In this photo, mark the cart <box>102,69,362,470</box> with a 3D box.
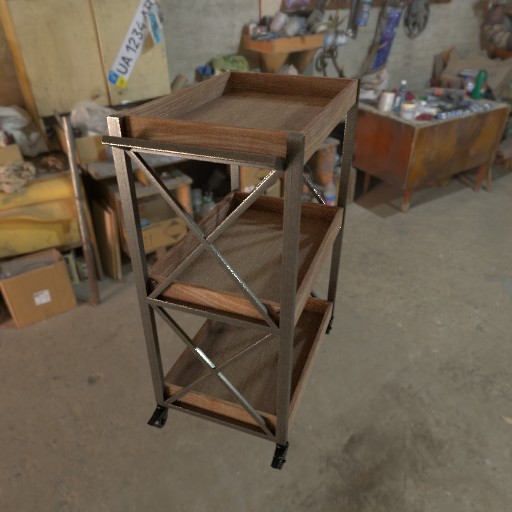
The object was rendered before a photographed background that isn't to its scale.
[{"bbox_3d":[0.000,0.000,1.190,0.377,0.835,0.673,11,33,17],"label":"cart"}]
